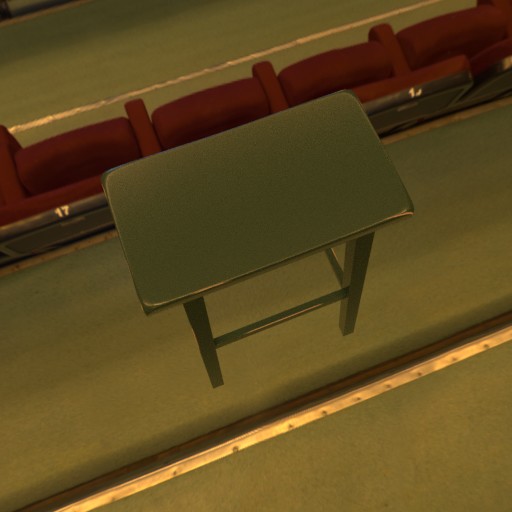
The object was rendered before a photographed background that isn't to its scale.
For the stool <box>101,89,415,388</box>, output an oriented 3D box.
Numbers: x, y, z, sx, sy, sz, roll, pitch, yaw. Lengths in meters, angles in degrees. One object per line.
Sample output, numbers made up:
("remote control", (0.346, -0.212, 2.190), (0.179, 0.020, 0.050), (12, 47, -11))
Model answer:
("stool", (0.000, 0.000, 1.046), (0.457, 0.737, 0.476), (-20, 75, -6))
